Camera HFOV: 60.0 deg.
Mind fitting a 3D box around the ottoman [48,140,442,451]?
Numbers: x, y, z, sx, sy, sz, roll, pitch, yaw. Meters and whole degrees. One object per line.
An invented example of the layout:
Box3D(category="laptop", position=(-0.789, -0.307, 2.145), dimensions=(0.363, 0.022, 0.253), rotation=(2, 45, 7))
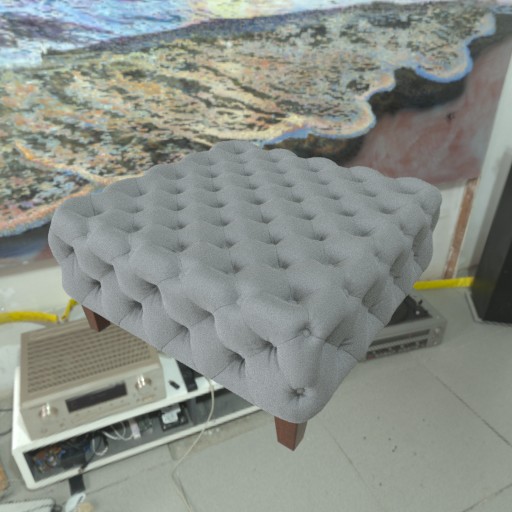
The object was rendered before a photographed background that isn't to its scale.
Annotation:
Box3D(category="ottoman", position=(0.000, 0.000, 1.429), dimensions=(0.917, 0.439, 0.911), rotation=(20, 37, 30))
